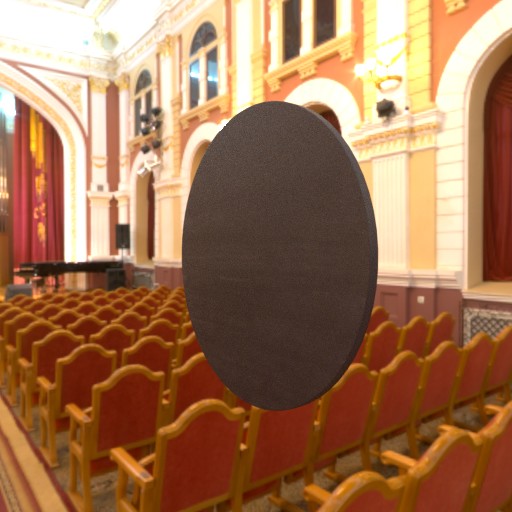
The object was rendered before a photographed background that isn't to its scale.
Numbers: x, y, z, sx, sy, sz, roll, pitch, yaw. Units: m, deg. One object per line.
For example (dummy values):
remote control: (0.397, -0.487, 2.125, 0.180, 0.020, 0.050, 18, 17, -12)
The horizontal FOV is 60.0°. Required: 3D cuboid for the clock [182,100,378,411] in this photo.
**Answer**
clock: (0.000, 0.000, 0.892, 0.029, 0.595, 0.595, -1, 1, -37)
